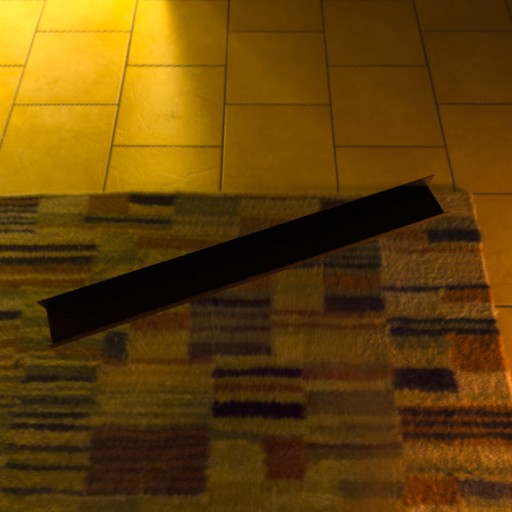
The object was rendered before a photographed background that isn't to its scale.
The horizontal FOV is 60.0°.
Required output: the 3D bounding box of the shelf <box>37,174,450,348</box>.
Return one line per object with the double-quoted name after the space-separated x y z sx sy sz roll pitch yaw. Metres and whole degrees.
0.000 0.000 0.977 0.924 0.049 0.092 -18 66 -8 "shelf"
